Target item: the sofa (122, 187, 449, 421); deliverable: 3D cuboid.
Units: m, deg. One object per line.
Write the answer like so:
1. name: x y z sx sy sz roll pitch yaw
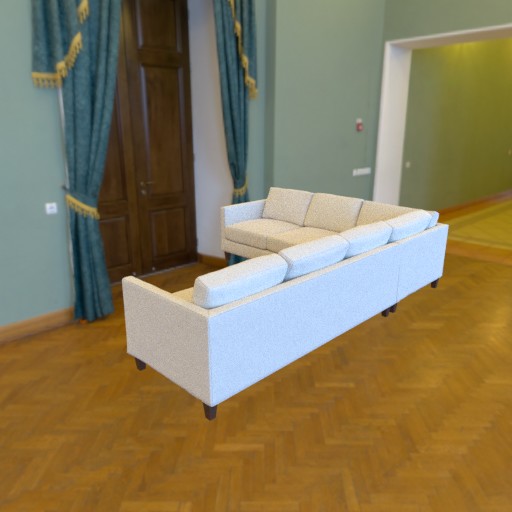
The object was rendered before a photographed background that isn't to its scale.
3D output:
1. sofa: 0.000 0.000 4.324 2.432 0.863 3.182 16 23 43
